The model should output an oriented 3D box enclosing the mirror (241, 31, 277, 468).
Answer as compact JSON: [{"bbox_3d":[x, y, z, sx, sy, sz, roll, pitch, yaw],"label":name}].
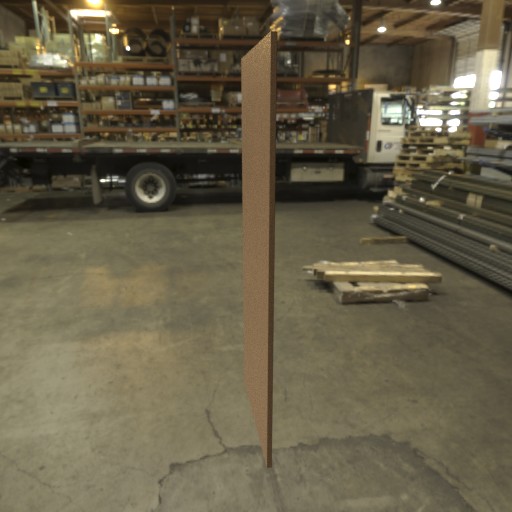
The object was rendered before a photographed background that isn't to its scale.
[{"bbox_3d":[0.000,0.000,2.364,0.026,2.031,0.812,-3,17,-9],"label":"mirror"}]
